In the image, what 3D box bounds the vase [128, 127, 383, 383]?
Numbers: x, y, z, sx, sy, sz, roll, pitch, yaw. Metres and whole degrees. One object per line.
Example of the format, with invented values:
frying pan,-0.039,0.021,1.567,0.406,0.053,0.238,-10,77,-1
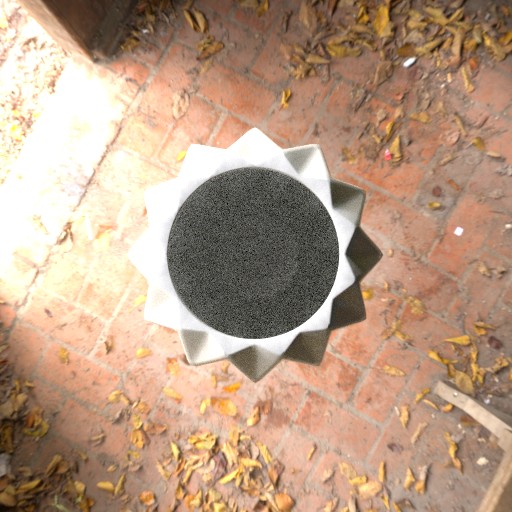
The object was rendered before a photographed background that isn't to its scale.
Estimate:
vase,0.000,0.000,0.419,0.195,0.275,0.195,0,89,0
